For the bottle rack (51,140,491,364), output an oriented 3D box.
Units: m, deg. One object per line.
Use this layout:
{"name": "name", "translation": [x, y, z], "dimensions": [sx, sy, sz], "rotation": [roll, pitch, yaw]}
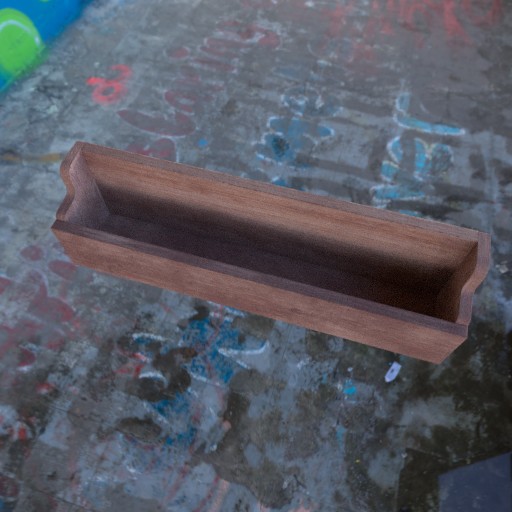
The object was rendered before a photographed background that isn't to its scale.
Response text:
{"name": "bottle rack", "translation": [0.000, 0.000, 0.682], "dimensions": [0.608, 0.196, 0.126], "rotation": [14, 59, 9]}
